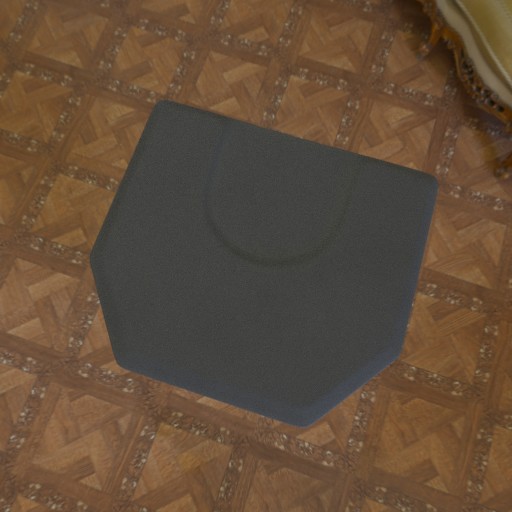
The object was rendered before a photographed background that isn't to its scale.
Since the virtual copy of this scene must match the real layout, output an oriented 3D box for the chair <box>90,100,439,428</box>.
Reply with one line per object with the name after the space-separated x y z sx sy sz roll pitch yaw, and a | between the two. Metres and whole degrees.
0.000 0.000 1.903 1.372 0.024 1.219 17 75 5 | chair
